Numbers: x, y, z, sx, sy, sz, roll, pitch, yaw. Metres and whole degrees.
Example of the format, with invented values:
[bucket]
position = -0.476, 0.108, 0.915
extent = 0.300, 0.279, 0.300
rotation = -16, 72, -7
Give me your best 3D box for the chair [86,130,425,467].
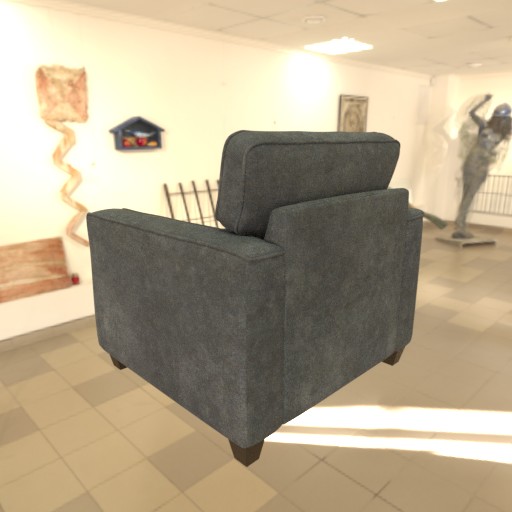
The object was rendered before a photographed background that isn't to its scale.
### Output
[chair]
position = 0.000, 0.000, 1.787
extent = 1.015, 0.965, 0.939
rotation = -14, 21, -43
